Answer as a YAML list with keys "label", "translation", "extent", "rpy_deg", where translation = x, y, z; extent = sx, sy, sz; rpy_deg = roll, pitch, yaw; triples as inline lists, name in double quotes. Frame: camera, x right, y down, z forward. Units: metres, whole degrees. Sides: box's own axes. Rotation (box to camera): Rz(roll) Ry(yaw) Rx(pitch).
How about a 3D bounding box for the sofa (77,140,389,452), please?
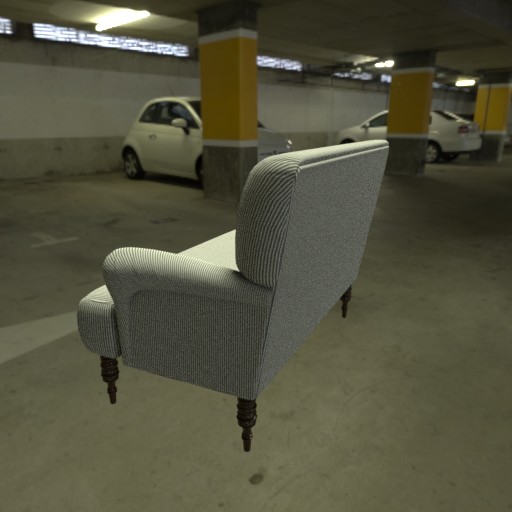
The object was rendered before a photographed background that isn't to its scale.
- label: "sofa"
  translation: [0.000, 0.000, 1.791]
  extent: [0.779, 0.889, 1.297]
  rpy_deg: [8, 18, 25]
